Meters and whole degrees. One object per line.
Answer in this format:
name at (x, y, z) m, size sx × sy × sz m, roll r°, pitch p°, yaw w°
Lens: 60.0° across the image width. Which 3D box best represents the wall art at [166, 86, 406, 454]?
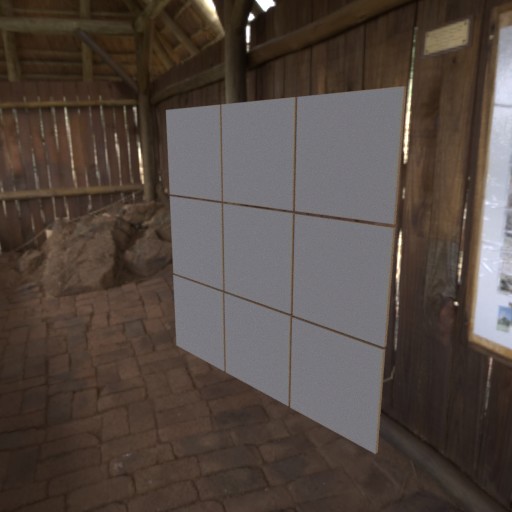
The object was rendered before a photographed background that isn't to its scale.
wall art at (0.000, 0.000, 2.299) m, size 0.017 × 1.521 × 1.527 m, roll -13°, pitch 19°, yaw -43°
